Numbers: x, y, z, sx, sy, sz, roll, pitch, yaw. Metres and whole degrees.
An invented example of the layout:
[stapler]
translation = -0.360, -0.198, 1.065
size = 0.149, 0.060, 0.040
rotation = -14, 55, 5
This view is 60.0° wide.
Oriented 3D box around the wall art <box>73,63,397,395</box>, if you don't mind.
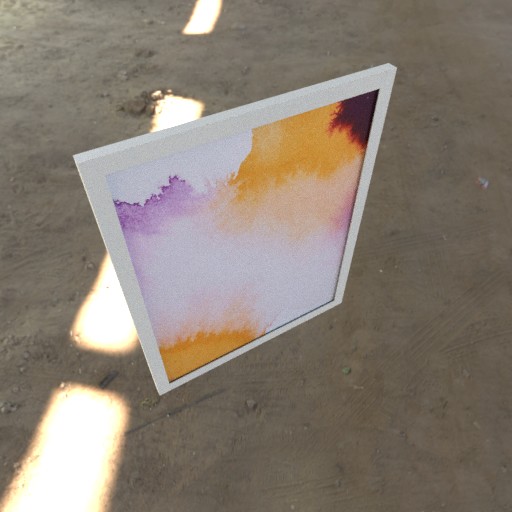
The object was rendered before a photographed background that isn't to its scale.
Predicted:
[wall art]
translation = 0.000, 0.000, 1.110
size = 0.661, 0.811, 0.026
rotation = -23, 52, -20
